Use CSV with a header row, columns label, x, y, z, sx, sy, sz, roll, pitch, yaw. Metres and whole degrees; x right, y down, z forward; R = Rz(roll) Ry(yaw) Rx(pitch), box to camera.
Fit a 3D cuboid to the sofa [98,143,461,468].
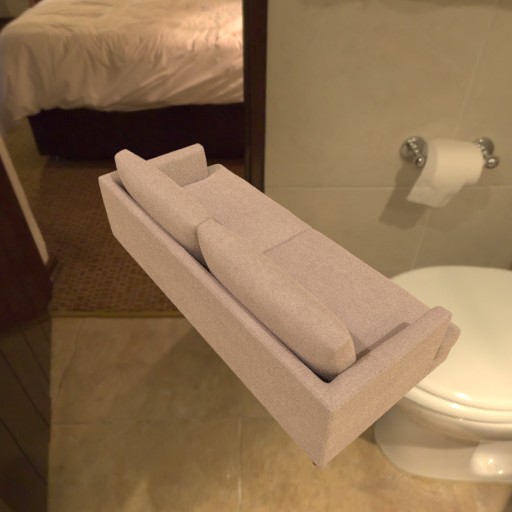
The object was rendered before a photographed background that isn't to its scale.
label,x,y,z,sx,sy,sz,roll,pitch,yaw
sofa,0.000,0.000,2.748,1.020,0.868,2.250,-27,48,-28
